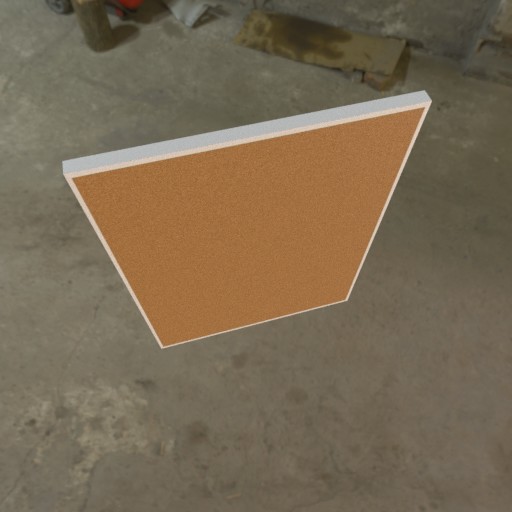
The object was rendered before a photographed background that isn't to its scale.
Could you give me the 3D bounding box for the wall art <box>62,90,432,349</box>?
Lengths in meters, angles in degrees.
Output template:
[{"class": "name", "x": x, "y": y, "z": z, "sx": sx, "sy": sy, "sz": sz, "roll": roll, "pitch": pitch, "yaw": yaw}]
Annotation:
[{"class": "wall art", "x": 0.000, "y": 0.000, "z": 1.384, "sx": 0.795, "sy": 1.050, "sz": 0.039, "roll": -13, "pitch": 60, "yaw": -8}]
